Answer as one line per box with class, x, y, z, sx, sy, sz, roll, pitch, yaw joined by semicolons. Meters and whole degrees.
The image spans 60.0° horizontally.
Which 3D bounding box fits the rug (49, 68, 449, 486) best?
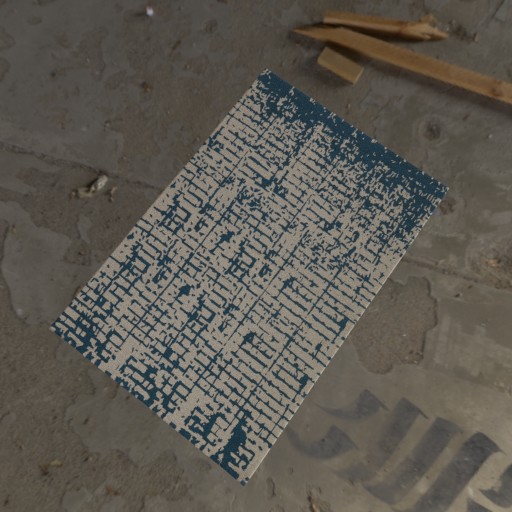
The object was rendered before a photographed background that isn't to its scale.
rug;0.000;0.000;2.295;1.220;0.007;1.828;36;80;7
